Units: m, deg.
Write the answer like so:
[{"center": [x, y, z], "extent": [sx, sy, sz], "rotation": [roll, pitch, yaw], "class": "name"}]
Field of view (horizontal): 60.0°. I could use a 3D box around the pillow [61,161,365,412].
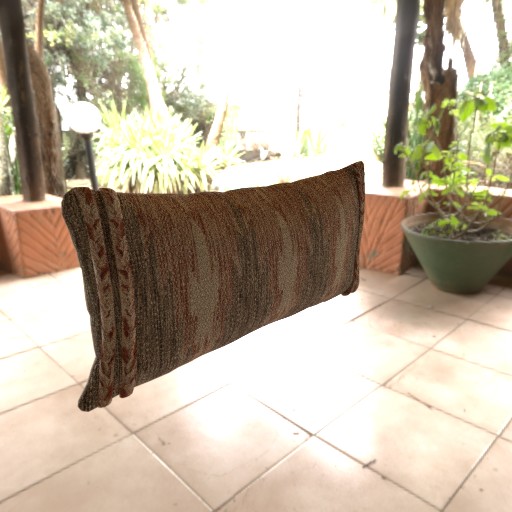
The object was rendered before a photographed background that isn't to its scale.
[{"center": [0.000, 0.000, 0.733], "extent": [0.139, 0.282, 0.635], "rotation": [15, 22, 42], "class": "pillow"}]
